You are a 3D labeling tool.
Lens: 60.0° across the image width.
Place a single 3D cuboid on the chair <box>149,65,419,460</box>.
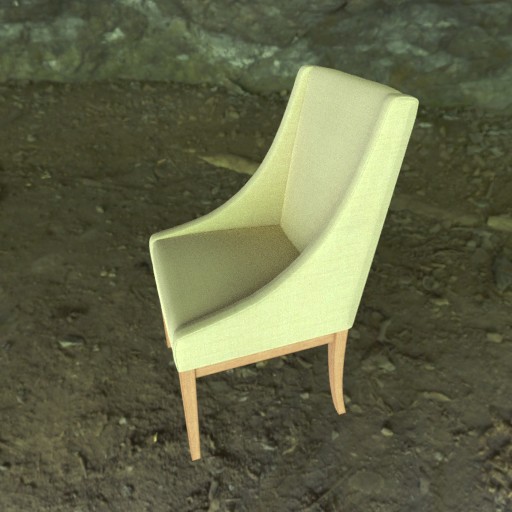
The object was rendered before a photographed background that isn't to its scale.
[{"bbox_3d":[0.000,0.000,1.374,0.611,1.021,0.575,-9,32,-15],"label":"chair"}]
